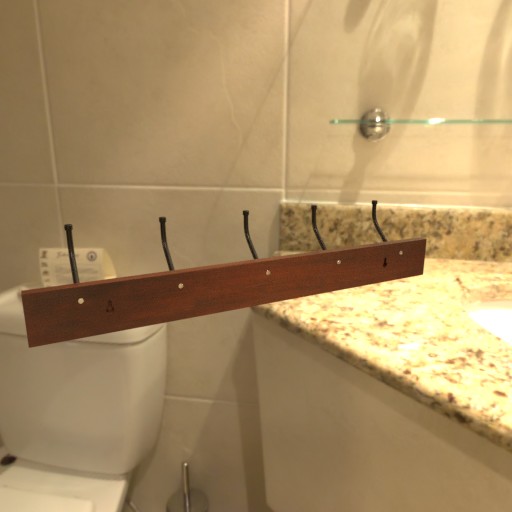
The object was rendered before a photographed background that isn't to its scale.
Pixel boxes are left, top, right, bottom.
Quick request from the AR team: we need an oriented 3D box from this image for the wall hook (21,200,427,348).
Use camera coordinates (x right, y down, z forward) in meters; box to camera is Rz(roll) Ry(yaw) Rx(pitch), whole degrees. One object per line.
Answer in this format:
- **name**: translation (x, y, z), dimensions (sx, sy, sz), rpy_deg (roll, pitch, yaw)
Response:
- **wall hook**: translation (0.000, 0.000, 0.607), dimensions (0.571, 0.117, 0.071), rpy_deg (-7, 16, -26)
